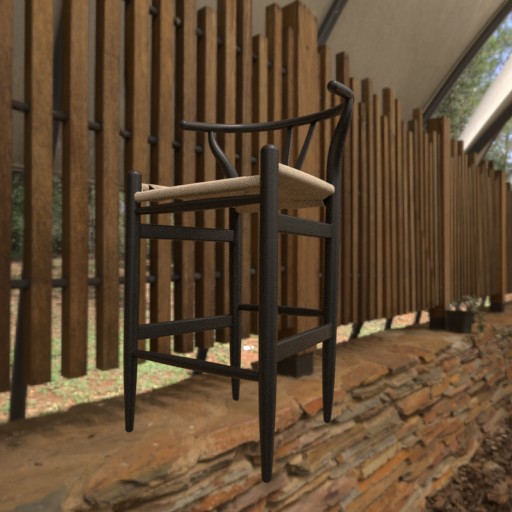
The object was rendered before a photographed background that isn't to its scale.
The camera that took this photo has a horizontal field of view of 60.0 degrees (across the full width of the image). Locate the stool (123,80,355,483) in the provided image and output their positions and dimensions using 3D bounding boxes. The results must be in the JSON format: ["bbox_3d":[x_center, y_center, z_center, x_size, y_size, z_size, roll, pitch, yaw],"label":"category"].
[{"bbox_3d":[0.000,0.000,1.307,0.569,0.970,0.579,0,-1,37],"label":"stool"}]
